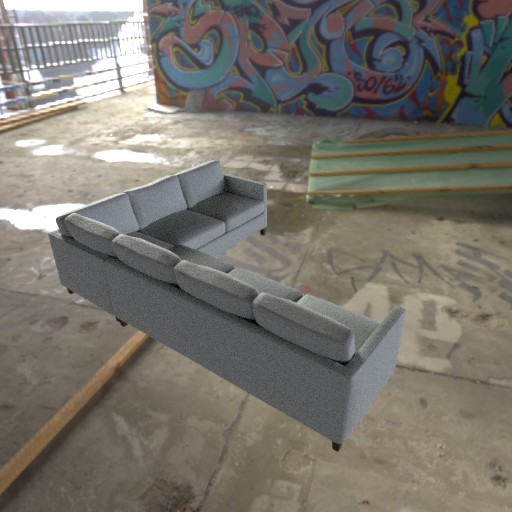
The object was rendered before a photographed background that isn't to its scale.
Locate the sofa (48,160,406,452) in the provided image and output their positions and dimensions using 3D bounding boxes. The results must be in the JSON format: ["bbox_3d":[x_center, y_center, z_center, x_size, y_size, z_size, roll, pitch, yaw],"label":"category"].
[{"bbox_3d":[0.000,0.000,4.478,3.333,0.934,2.522,20,35,32],"label":"sofa"}]
